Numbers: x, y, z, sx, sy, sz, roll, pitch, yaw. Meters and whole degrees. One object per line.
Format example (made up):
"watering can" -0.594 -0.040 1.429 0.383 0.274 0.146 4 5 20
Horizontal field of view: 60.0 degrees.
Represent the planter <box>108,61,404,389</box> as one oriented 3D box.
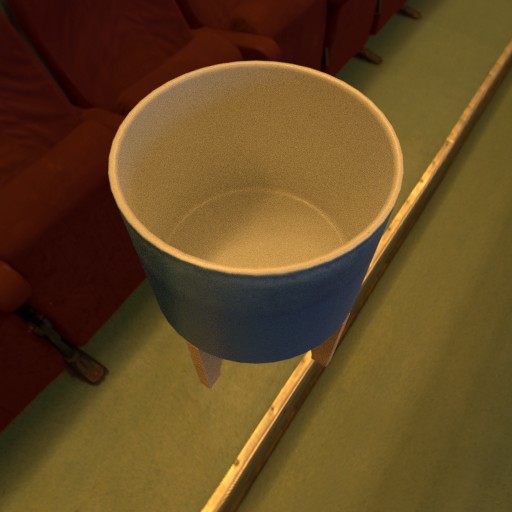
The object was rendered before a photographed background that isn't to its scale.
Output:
"planter" 0.000 0.000 0.402 0.192 0.263 0.192 0 57 0
